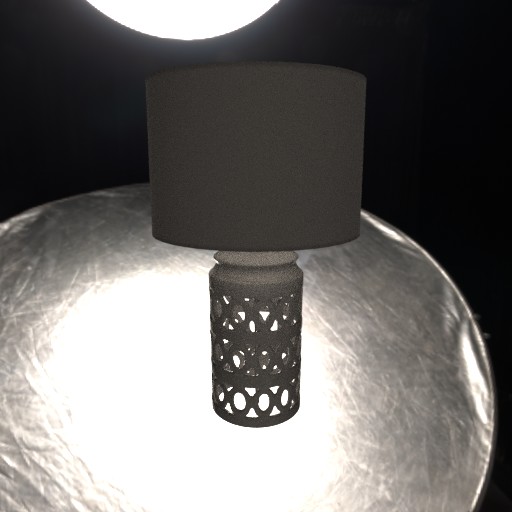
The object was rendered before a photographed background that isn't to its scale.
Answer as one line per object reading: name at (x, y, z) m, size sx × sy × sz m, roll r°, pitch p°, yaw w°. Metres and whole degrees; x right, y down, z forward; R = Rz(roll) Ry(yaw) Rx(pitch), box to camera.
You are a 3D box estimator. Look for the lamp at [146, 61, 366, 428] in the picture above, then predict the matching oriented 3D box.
lamp at (0.000, 0.000, 0.685) m, size 0.310 × 0.502 × 0.310 m, roll 0°, pitch 13°, yaw 0°
